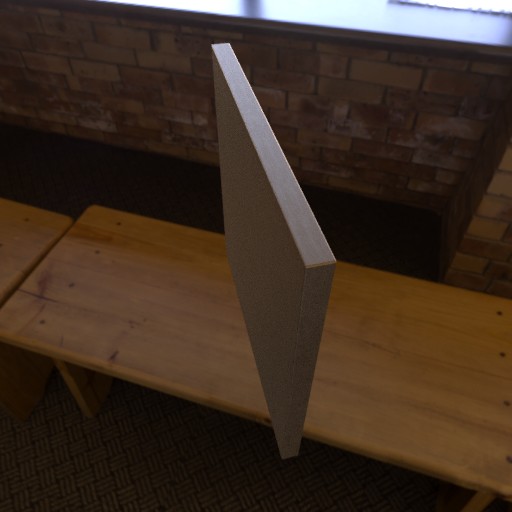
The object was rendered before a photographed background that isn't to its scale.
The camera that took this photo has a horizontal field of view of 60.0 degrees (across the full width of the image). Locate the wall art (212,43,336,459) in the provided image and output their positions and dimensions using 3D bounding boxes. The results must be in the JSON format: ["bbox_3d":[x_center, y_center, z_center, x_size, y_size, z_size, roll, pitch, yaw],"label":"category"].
[{"bbox_3d":[0.000,0.000,0.753,0.030,0.506,0.503,-10,48,-9],"label":"wall art"}]
